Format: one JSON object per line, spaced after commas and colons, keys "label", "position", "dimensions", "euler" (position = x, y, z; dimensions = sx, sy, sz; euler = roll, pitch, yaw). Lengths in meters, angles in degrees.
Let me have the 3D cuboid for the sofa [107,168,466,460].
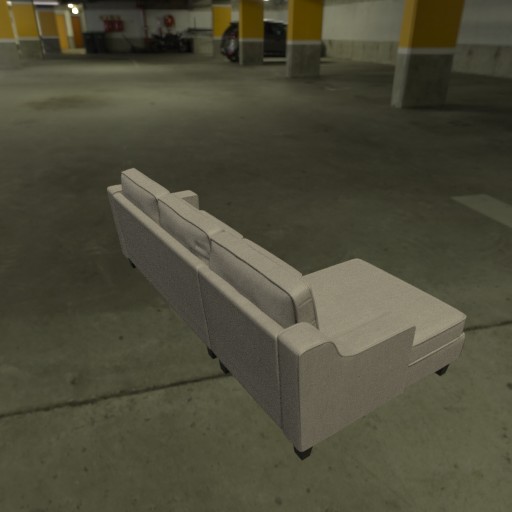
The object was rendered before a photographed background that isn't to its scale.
{"label": "sofa", "position": [0.000, 0.000, 3.162], "dimensions": [1.294, 0.928, 2.561], "euler": [-17, 31, -30]}
